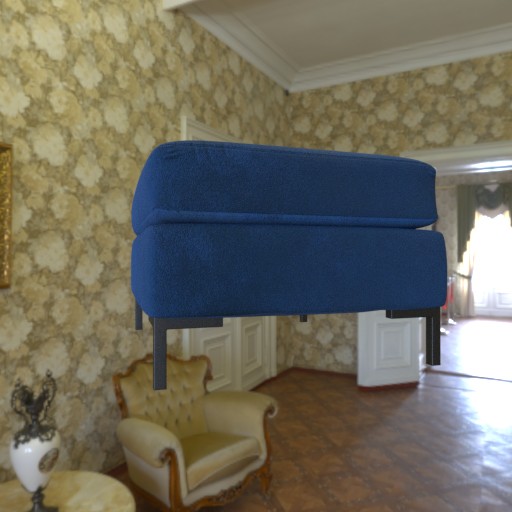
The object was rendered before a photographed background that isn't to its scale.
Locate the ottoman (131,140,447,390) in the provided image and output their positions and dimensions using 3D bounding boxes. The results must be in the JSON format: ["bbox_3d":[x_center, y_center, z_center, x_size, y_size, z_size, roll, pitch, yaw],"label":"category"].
[{"bbox_3d":[0.000,0.000,1.234,0.655,0.485,0.794,0,0,-18],"label":"ottoman"}]
